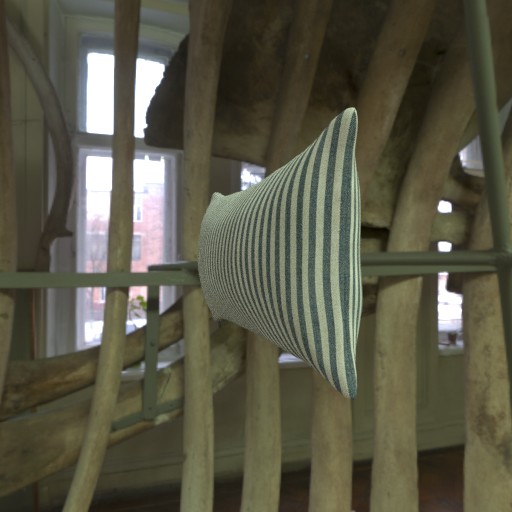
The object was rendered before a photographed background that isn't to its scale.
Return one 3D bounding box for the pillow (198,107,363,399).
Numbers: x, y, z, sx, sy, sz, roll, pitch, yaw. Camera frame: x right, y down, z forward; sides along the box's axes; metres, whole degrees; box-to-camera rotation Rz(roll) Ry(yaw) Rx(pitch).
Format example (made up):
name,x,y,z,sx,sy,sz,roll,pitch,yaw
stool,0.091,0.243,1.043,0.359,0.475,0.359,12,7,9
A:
name,x,y,z,sx,sy,sz,roll,pitch,yaw
pillow,0.000,0.000,0.731,0.151,0.295,0.617,0,0,-18
